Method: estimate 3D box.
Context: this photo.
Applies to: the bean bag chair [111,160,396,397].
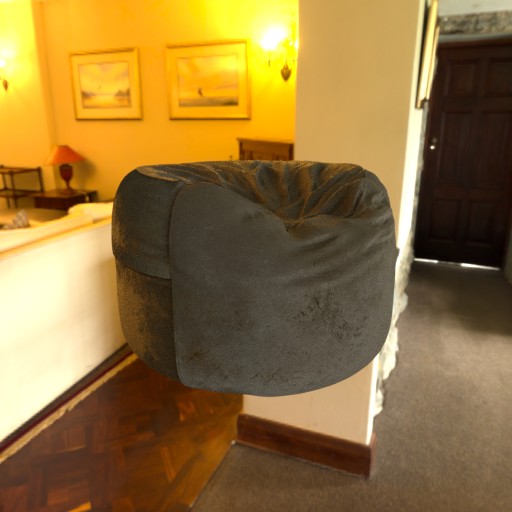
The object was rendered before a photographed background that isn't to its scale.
[{"bbox_3d":[0.000,0.000,1.496,0.918,0.605,0.918,0,16,0],"label":"bean bag chair"}]
